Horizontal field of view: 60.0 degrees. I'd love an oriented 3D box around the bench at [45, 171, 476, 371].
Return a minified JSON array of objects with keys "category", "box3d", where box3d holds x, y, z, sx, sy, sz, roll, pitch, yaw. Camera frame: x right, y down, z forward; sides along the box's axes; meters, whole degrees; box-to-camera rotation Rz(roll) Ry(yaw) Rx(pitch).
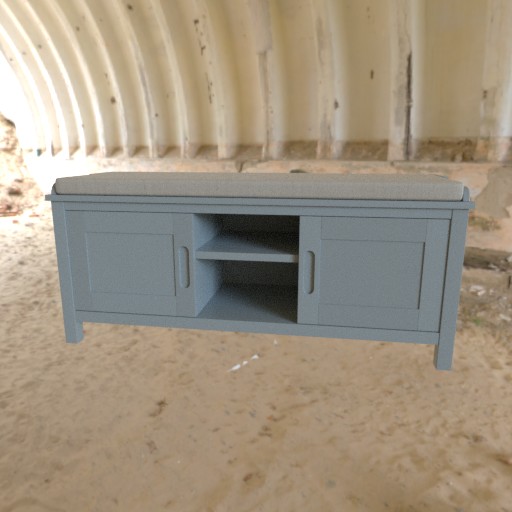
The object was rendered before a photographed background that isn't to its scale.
[{"category":"bench","box3d":[0.000,0.000,1.397,1.140,0.501,0.398,2,14,9]}]
